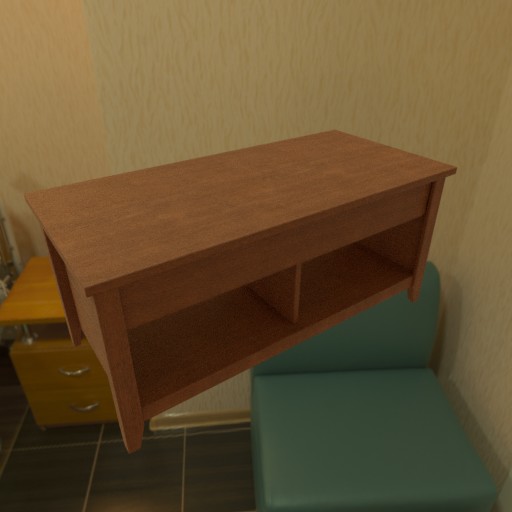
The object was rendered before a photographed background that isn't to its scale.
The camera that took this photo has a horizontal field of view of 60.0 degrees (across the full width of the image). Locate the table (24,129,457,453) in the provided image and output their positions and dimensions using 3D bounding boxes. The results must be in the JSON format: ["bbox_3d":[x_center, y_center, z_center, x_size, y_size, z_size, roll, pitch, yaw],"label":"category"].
[{"bbox_3d":[0.000,0.000,1.253,1.016,0.457,0.483,-20,36,-30],"label":"table"}]
